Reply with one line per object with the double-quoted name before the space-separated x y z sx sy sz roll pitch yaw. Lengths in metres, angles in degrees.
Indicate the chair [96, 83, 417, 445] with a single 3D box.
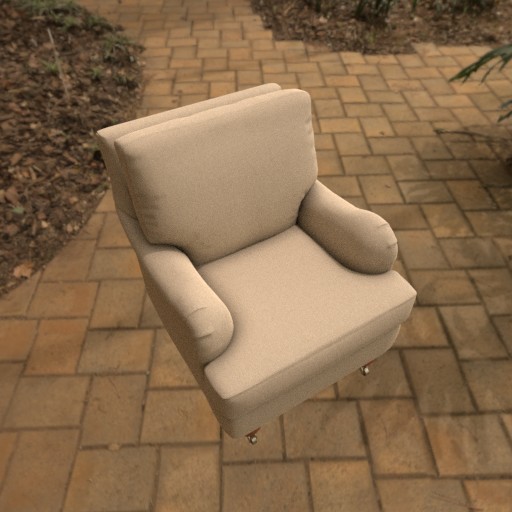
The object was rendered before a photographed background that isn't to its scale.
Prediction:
"chair" 0.000 0.000 1.871 0.895 1.076 1.078 -23 50 -21
